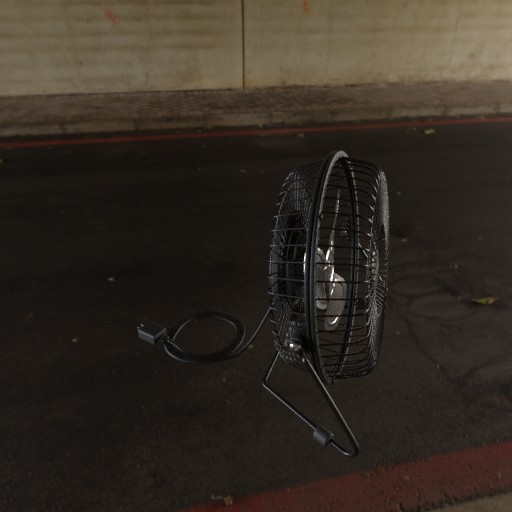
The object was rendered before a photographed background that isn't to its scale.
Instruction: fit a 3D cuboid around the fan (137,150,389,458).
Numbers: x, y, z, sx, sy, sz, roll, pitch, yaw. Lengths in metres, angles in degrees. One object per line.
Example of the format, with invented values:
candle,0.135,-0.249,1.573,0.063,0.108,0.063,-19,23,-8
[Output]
fan,0.000,0.000,0.380,0.227,0.188,0.209,10,30,17
